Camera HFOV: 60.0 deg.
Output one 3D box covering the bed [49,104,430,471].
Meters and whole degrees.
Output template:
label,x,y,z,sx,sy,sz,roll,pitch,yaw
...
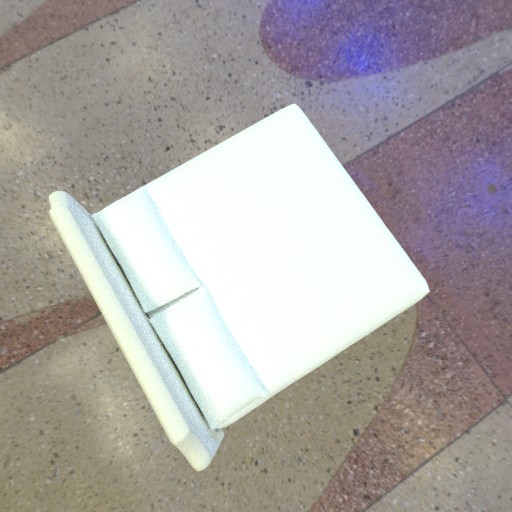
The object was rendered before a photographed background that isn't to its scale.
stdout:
label,x,y,z,sx,sy,sz,roll,pitch,yaw
bed,0.000,0.000,3.502,2.204,1.301,2.160,-31,78,-7
